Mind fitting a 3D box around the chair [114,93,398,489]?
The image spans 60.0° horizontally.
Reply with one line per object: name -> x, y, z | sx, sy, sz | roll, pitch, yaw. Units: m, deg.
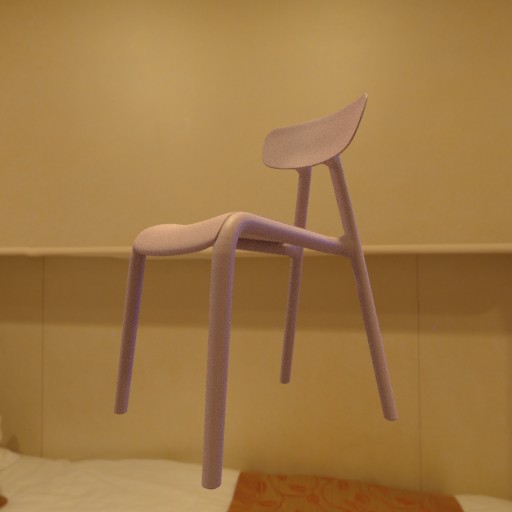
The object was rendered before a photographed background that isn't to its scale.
chair -> 0.000, 0.000, 0.799 | 0.401, 0.580, 0.356 | 1, -1, -36
